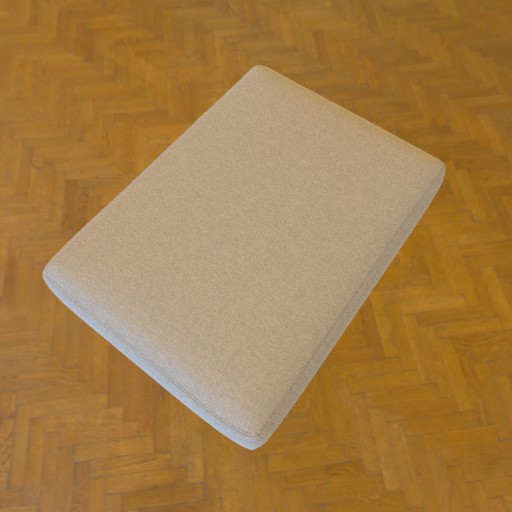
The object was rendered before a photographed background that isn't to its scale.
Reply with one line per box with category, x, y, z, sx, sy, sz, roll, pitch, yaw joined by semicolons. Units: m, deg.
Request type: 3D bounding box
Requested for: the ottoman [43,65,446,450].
ottoman;0.000;0.000;1.131;0.574;0.497;0.773;34;69;15
